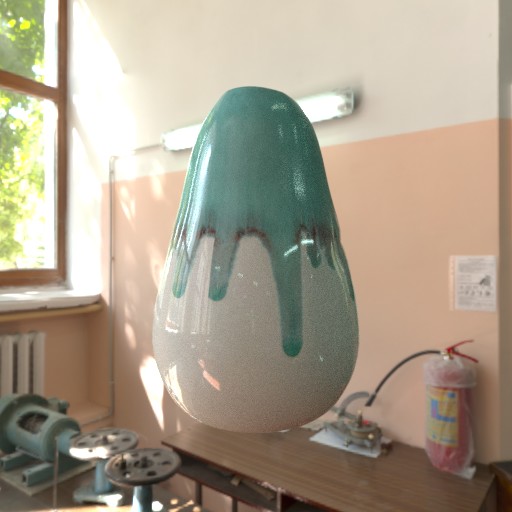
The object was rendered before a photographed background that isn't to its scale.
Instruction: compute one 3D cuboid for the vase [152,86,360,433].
[{"bbox_3d":[0.000,0.000,0.255,0.116,0.179,0.116,0,0,0],"label":"vase"}]
